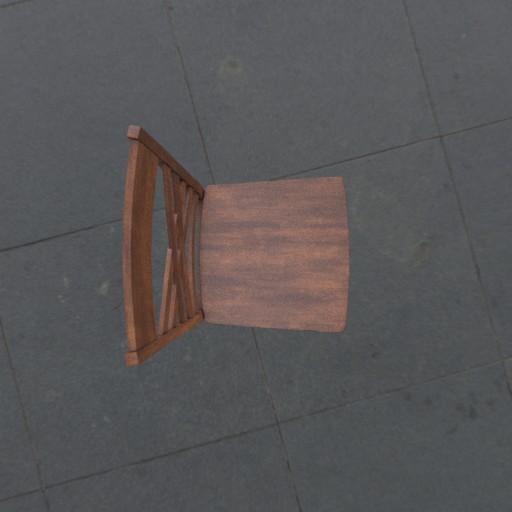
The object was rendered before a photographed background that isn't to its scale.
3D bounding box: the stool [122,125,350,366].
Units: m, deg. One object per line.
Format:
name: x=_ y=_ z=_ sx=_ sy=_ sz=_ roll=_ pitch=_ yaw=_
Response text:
stool: x=0.000 y=0.000 z=1.329 sx=0.504 sy=1.098 sz=0.426 roll=0 pitch=88 yaw=-2
